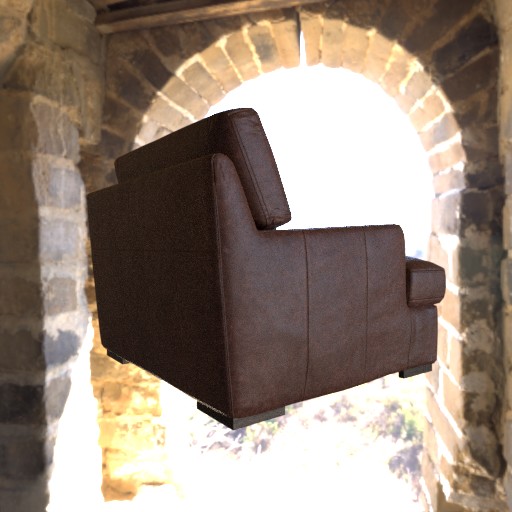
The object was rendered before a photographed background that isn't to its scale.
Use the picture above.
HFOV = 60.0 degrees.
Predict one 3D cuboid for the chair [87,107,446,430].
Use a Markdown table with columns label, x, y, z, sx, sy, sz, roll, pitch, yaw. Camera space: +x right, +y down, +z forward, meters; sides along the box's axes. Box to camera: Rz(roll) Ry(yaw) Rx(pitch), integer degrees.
| label | x | y | z | sx | sy | sz | roll | pitch | yaw |
| --- | --- | --- | --- | --- | --- | --- | --- | --- | --- |
| chair | 0.000 | 0.000 | 1.933 | 1.143 | 0.939 | 1.168 | -1 | 2 | -37 |
